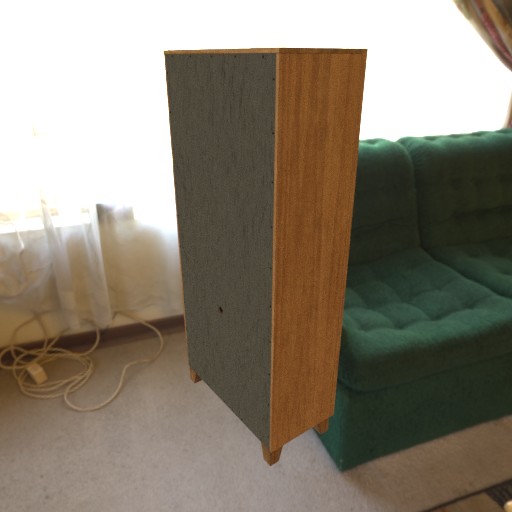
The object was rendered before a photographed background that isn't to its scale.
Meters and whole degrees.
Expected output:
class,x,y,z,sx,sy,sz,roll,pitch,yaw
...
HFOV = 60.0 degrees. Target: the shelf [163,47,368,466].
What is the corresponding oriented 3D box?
class,x,y,z,sx,sy,sz,roll,pitch,yaw
shelf,0.000,0.000,2.284,0.453,1.930,0.864,-17,29,-33
